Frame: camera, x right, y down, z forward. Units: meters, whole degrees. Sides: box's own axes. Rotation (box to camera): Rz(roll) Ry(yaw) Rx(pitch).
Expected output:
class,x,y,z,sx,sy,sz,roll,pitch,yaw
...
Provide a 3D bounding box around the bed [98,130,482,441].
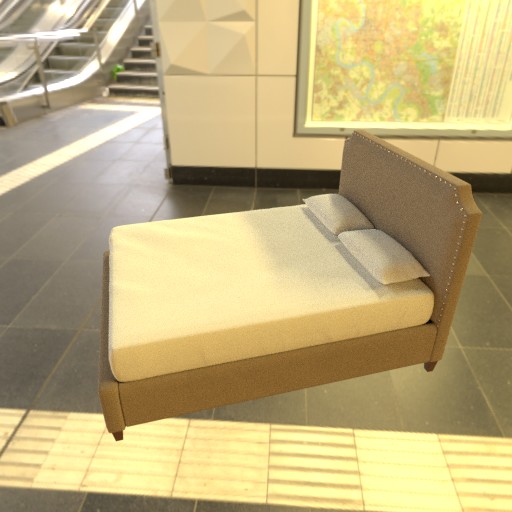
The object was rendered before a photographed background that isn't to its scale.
class,x,y,z,sx,sy,sz,roll,pitch,yaw
bed,0.000,0.000,3.351,2.329,1.415,1.703,-8,31,-13
